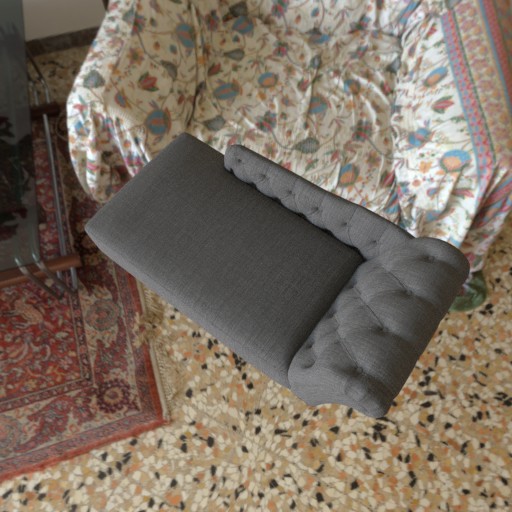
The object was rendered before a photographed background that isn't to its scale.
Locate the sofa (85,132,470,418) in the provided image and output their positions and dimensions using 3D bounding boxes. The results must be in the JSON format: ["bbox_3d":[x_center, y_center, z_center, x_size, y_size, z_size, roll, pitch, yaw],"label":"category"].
[{"bbox_3d":[0.000,0.000,1.829,1.379,0.787,0.675,34,70,15],"label":"sofa"}]
